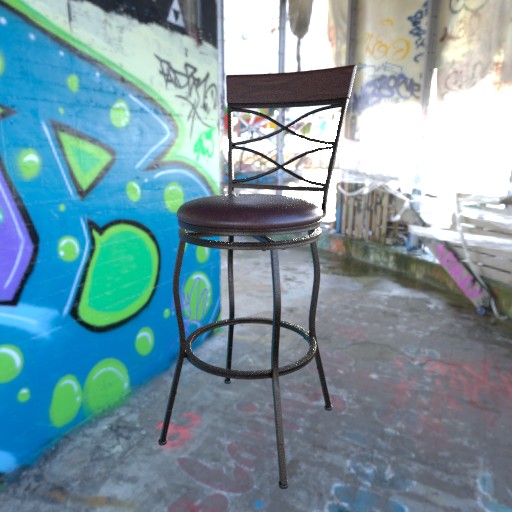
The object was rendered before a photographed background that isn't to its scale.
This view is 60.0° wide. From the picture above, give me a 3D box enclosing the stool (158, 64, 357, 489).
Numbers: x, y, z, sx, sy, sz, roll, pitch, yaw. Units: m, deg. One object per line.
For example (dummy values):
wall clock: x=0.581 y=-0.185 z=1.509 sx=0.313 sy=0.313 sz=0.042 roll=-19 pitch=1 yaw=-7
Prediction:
stool: x=0.000 y=0.000 z=1.363 sx=0.448 sy=1.130 sz=0.513 roll=7 pitch=15 yaw=25
